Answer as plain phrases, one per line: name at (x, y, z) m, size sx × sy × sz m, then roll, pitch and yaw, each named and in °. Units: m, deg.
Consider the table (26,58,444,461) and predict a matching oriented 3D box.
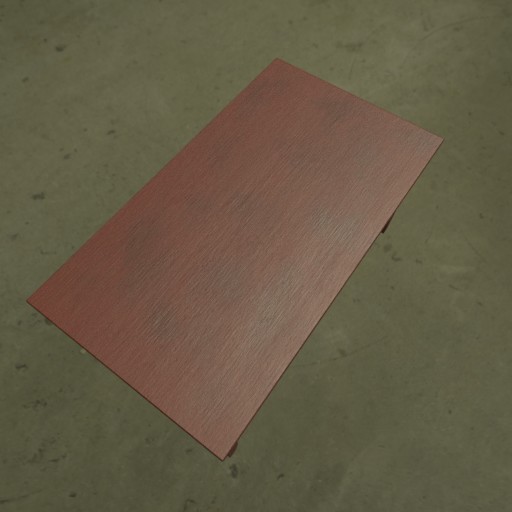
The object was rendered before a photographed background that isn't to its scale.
table at (0.000, 0.000, 1.250) m, size 0.533 × 0.456 × 0.943 m, roll 33°, pitch 67°, yaw 16°
